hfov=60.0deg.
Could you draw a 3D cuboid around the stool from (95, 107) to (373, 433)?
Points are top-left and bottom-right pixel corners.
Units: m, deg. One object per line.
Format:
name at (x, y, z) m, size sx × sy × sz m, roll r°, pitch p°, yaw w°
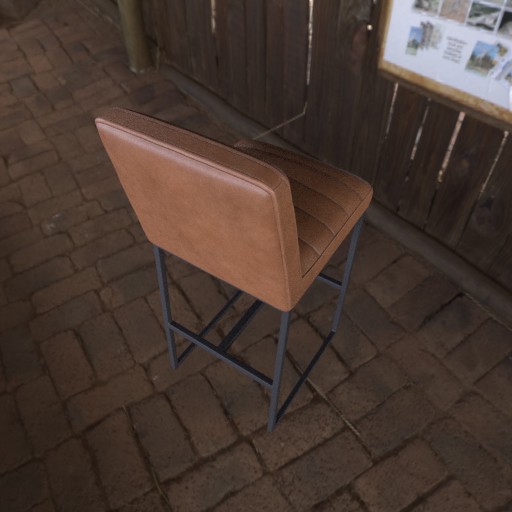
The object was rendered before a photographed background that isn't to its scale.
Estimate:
stool at (0.000, 0.000, 1.316) m, size 0.458 × 1.040 × 0.556 m, roll 26°, pitch 51°, yaw 23°
